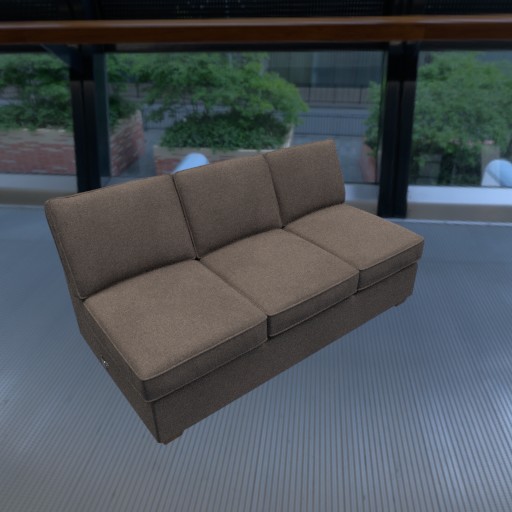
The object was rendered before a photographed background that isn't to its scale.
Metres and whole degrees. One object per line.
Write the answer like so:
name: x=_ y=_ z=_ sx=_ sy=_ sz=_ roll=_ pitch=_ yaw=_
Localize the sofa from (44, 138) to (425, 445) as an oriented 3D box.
sofa: x=0.000 y=0.000 z=2.587 sx=1.962 sy=0.973 sz=1.027 roll=-21 pitch=36 yaw=-32
